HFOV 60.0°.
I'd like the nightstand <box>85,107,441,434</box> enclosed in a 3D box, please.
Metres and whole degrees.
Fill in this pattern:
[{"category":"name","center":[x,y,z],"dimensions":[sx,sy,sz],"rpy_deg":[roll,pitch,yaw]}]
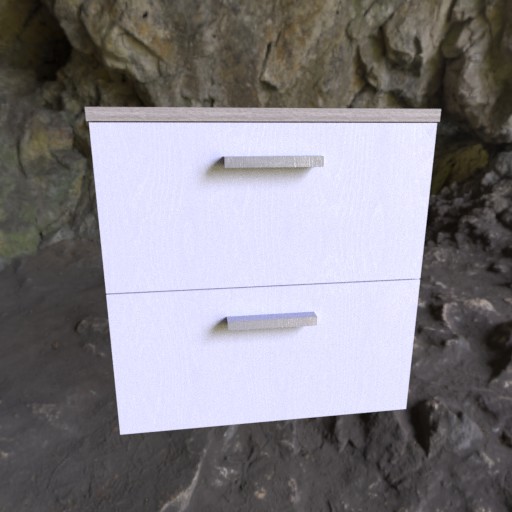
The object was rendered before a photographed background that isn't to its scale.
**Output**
[{"category":"nightstand","center":[0.000,0.000,0.745],"dimensions":[0.442,0.461,0.325],"rpy_deg":[-2,16,-8]}]
